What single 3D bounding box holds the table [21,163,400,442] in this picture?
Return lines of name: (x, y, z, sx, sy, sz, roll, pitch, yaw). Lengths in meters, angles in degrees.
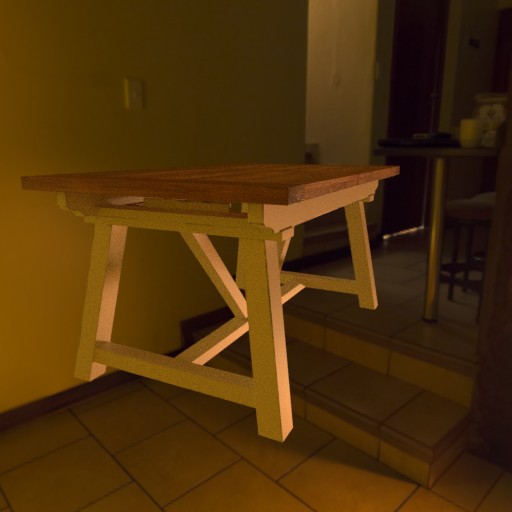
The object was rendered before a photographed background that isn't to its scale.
table: (0.000, 0.000, 1.948, 0.922, 0.743, 1.503, 7, 15, 26)
